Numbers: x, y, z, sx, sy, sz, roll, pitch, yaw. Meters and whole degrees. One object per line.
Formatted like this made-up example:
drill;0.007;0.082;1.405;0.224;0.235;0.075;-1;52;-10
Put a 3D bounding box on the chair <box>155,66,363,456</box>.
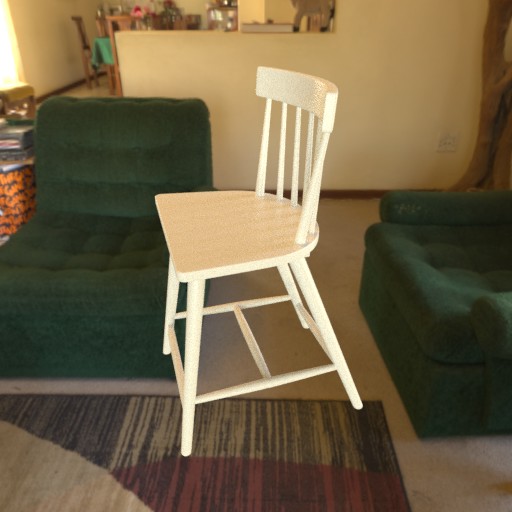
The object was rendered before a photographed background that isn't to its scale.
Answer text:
chair;0.000;0.000;1.269;0.572;0.952;0.483;-8;30;-15
